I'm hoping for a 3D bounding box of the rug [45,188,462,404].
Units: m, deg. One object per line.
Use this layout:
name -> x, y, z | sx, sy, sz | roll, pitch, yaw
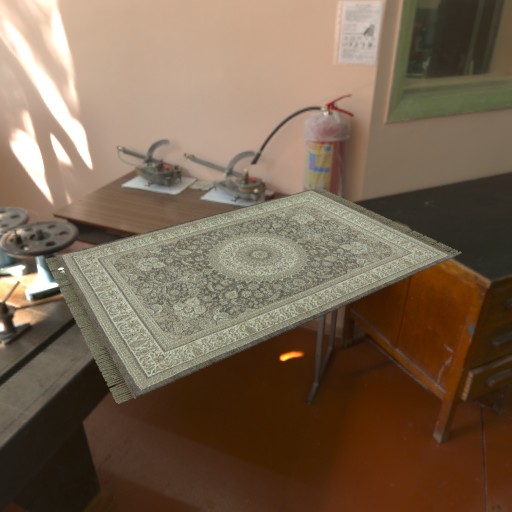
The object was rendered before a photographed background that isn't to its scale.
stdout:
rug -> 0.000, 0.000, 4.272 | 3.422, 0.015, 2.143 | -18, 34, -29
